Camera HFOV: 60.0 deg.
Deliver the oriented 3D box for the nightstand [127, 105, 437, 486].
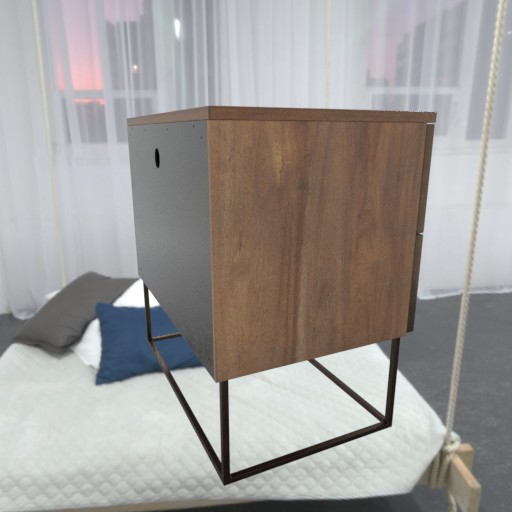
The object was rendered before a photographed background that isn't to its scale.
[{"bbox_3d":[0.000,0.000,1.012,0.427,0.611,0.605,-7,17,-25],"label":"nightstand"}]
